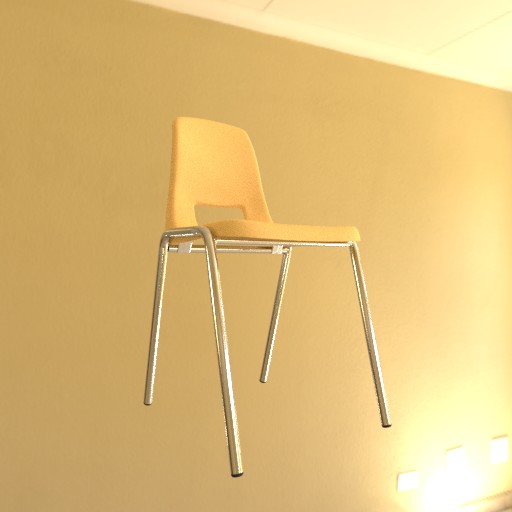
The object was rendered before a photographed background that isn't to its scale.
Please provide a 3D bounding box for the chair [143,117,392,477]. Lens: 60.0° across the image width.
[{"bbox_3d":[0.000,0.000,0.977,0.381,0.704,0.436,0,-1,-35],"label":"chair"}]
